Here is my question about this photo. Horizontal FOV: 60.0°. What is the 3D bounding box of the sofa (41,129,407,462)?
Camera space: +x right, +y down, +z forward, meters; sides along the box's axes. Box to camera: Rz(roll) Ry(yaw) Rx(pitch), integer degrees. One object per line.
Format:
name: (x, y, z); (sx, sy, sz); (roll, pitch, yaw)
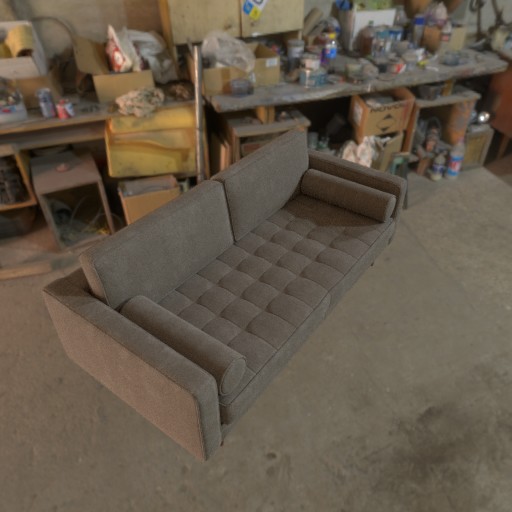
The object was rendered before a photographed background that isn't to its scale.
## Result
sofa: (0.000, 0.000, 2.341); (0.920, 0.769, 1.883); (25, 45, 28)
